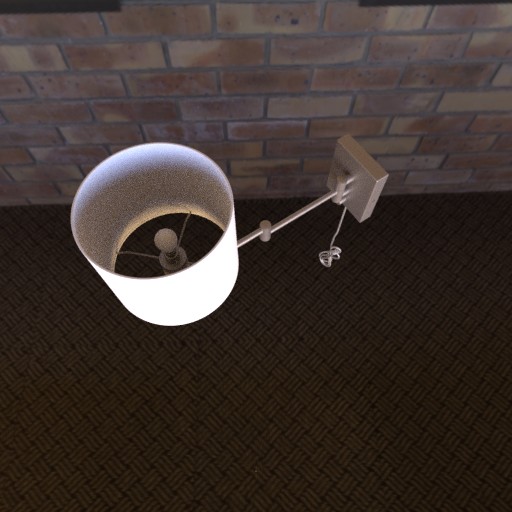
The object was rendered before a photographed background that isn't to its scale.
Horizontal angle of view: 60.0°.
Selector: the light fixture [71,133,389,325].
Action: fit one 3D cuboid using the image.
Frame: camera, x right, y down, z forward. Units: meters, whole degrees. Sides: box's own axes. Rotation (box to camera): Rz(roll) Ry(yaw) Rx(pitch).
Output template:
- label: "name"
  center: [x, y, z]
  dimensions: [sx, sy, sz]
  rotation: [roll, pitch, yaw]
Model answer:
- label: "light fixture"
  center: [0.000, 0.000, 0.888]
  dimensions: [0.516, 0.651, 0.203]
  rotation: [-31, 68, -14]
